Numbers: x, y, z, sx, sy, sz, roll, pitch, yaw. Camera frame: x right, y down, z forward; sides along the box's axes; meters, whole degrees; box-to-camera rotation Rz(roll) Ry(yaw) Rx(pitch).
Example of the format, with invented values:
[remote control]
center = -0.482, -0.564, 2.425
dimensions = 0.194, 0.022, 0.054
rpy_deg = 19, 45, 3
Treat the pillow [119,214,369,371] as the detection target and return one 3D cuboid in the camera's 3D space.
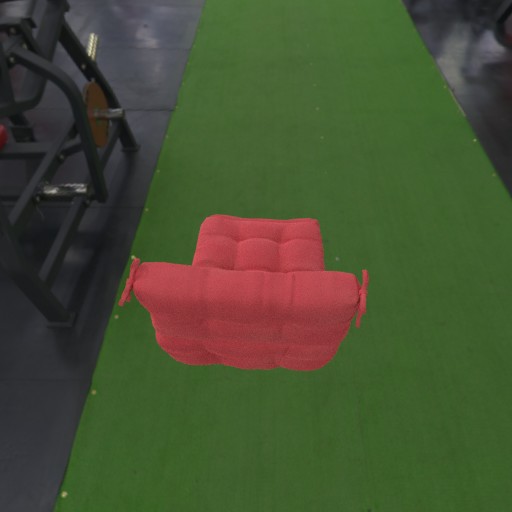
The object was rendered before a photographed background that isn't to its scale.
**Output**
[pillow]
center = 0.000, 0.000, 1.505
dimensions = 0.526, 0.863, 1.016
rpy_deg = 3, 47, 3
